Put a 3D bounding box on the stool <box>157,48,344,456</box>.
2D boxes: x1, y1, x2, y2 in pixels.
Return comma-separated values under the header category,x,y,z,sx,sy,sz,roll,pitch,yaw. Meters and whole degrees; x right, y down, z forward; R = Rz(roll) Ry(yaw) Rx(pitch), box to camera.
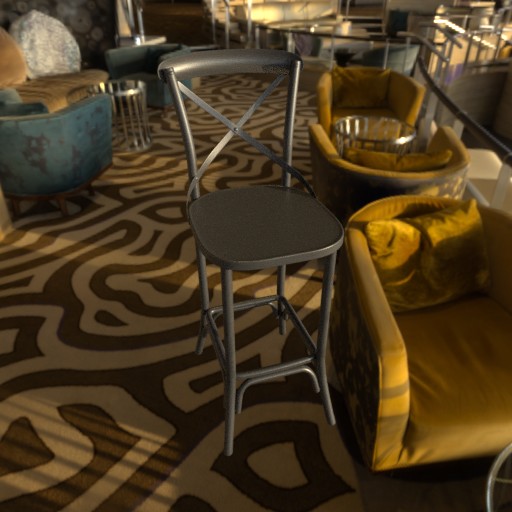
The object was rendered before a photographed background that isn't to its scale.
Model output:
category,x,y,z,sx,sy,sz,roll,pitch,yaw
stool,0.000,0.000,1.457,0.457,1.168,0.584,-10,34,-15
